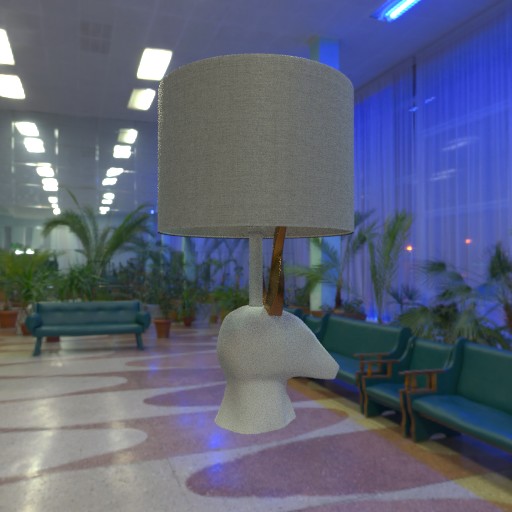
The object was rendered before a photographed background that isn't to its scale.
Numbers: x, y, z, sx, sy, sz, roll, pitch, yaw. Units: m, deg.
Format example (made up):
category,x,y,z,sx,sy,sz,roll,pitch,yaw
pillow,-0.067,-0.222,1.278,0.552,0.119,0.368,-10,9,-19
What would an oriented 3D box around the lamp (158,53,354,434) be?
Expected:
category,x,y,z,sx,sy,sz,roll,pitch,yaw
lamp,0.000,0.000,0.688,0.298,0.503,0.298,0,-1,-19
